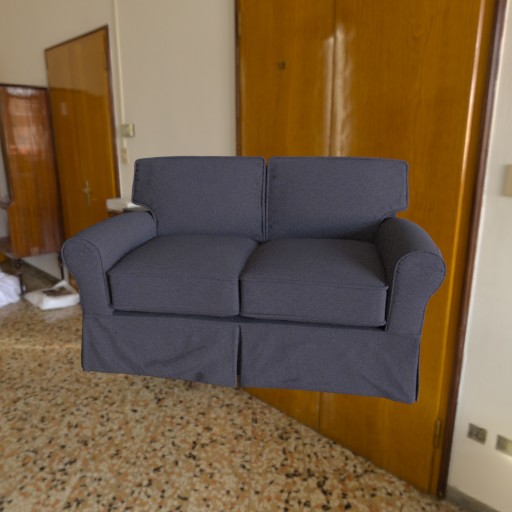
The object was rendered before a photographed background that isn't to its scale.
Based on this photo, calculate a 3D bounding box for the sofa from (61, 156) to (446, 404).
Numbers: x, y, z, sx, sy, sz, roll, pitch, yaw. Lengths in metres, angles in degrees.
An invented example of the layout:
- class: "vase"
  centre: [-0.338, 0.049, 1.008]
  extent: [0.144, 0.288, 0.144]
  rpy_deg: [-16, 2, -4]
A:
- class: "sofa"
  centre: [0.000, 0.000, 2.442]
  extent: [1.801, 1.059, 0.997]
  rpy_deg: [2, 14, 10]
